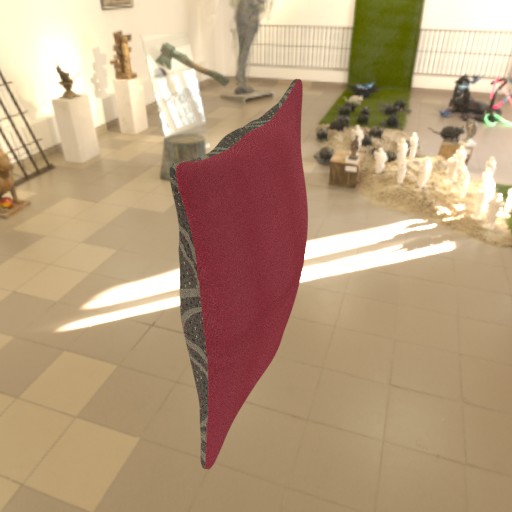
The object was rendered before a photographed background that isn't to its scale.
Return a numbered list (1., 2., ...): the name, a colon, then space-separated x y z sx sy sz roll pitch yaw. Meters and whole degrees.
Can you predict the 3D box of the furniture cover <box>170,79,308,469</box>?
1. furniture cover: 0.000 0.000 0.785 0.163 0.513 0.514 10 33 16
